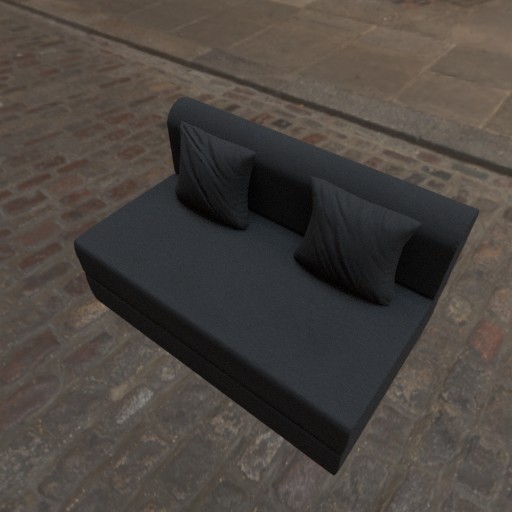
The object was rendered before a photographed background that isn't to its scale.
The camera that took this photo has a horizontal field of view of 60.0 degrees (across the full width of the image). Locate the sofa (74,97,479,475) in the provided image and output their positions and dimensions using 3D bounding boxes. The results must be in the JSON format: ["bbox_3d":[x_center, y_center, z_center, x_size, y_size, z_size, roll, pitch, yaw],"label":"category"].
[{"bbox_3d":[0.000,0.000,1.655,1.225,0.670,0.762,29,52,25],"label":"sofa"}]
